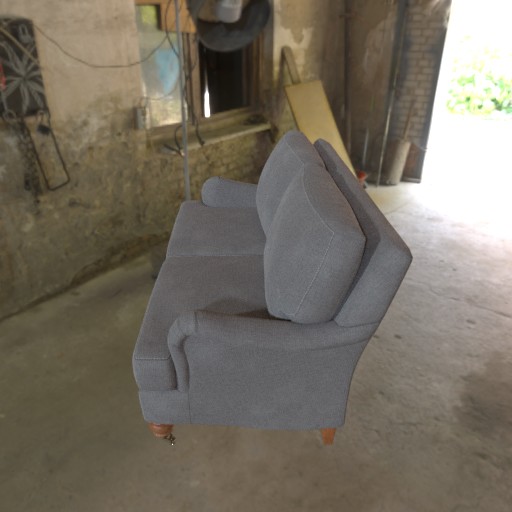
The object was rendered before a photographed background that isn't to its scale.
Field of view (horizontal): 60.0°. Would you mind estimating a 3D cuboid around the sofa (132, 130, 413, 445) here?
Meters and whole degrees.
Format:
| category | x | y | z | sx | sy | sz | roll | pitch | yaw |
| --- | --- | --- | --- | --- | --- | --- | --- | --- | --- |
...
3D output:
| category | x | y | z | sx | sy | sz | roll | pitch | yaw |
| --- | --- | --- | --- | --- | --- | --- | --- | --- | --- |
| sofa | 0.000 | 0.000 | 2.557 | 1.084 | 1.101 | 1.853 | -1 | 28 | -2 |
